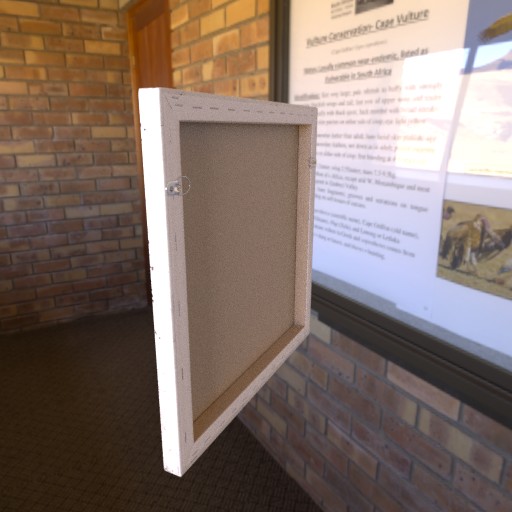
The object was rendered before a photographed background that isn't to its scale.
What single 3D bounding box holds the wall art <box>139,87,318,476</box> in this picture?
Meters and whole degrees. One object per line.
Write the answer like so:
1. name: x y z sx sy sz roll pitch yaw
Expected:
1. wall art: 0.000 0.000 0.921 0.040 0.611 0.610 8 18 26
